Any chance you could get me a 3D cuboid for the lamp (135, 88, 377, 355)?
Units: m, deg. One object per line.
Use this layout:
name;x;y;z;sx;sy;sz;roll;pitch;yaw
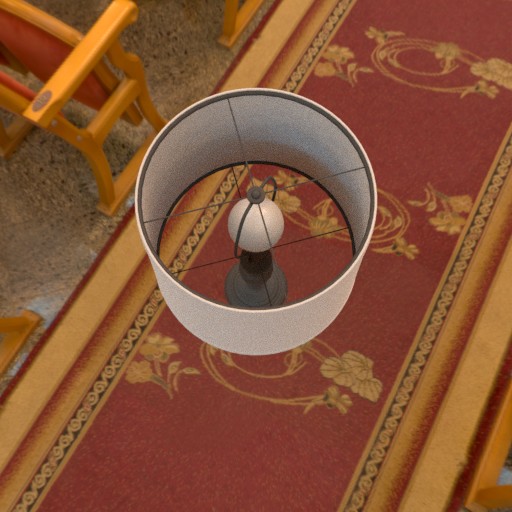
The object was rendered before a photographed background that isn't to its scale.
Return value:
lamp;0.000;0.000;0.703;0.310;0.501;0.310;0;75;0
